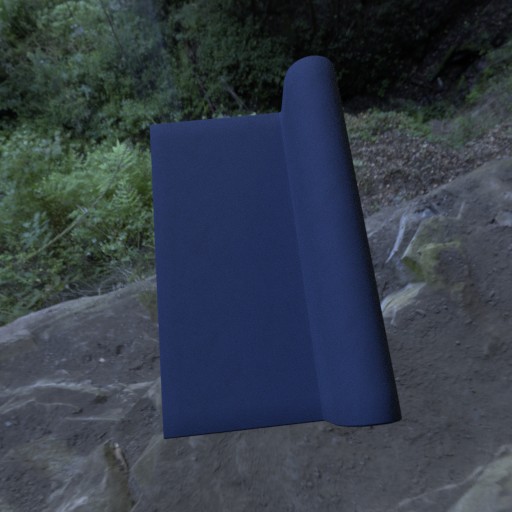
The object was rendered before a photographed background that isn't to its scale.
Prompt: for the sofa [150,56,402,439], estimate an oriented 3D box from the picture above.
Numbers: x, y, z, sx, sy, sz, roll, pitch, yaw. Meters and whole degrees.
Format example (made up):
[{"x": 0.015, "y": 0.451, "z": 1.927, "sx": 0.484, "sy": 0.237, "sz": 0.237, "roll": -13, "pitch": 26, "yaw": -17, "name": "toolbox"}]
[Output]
[{"x": 0.000, "y": 0.000, "z": 1.663, "sx": 0.762, "sy": 0.660, "sz": 1.219, "roll": -6, "pitch": 73, "yaw": -2, "name": "sofa"}]
